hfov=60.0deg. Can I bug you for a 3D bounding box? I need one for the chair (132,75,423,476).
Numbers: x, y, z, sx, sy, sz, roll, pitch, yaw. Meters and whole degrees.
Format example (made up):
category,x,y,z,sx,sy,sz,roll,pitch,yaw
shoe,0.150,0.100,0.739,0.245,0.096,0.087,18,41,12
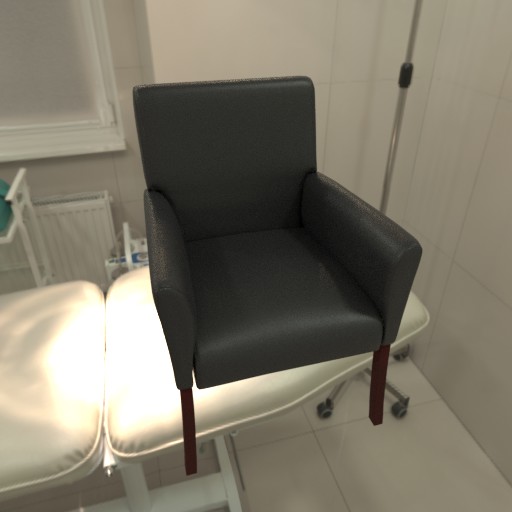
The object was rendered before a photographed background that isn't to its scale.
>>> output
category,x,y,z,sx,sy,sz,roll,pitch,yaw
chair,0.000,0.000,1.442,0.683,0.951,0.772,-9,33,-14
